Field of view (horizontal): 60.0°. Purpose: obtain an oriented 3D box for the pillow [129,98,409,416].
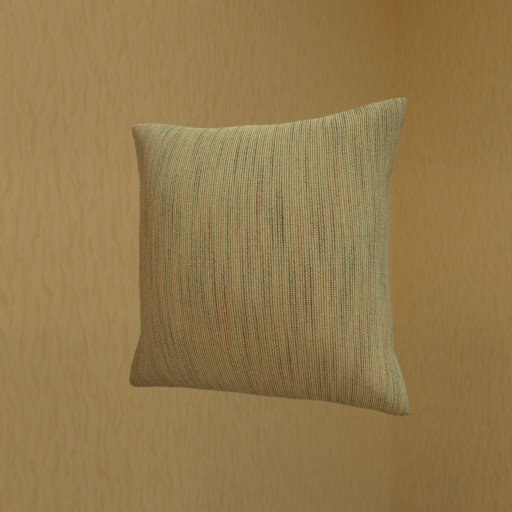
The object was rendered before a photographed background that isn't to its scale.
[{"bbox_3d":[0.000,0.000,0.780,0.512,0.506,0.178,0,1,18],"label":"pillow"}]
